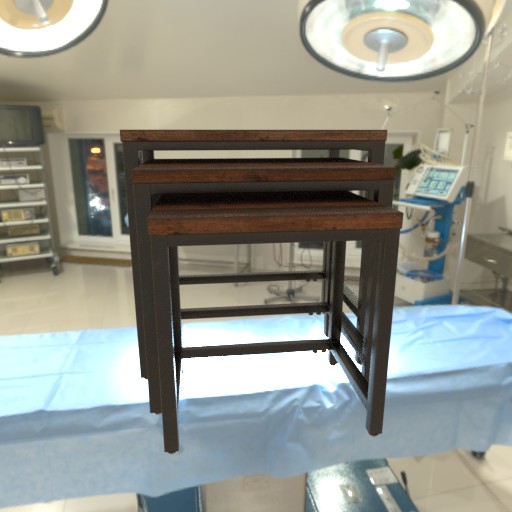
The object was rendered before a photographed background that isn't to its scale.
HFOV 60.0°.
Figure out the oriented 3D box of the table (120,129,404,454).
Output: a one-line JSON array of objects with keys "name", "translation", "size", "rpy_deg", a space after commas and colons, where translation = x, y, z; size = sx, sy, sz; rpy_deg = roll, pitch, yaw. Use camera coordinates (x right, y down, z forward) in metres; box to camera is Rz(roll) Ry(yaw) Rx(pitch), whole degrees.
[{"name": "table", "translation": [0.000, 0.000, 1.124], "size": [0.608, 0.616, 0.660], "rpy_deg": [-2, 16, -7]}]
